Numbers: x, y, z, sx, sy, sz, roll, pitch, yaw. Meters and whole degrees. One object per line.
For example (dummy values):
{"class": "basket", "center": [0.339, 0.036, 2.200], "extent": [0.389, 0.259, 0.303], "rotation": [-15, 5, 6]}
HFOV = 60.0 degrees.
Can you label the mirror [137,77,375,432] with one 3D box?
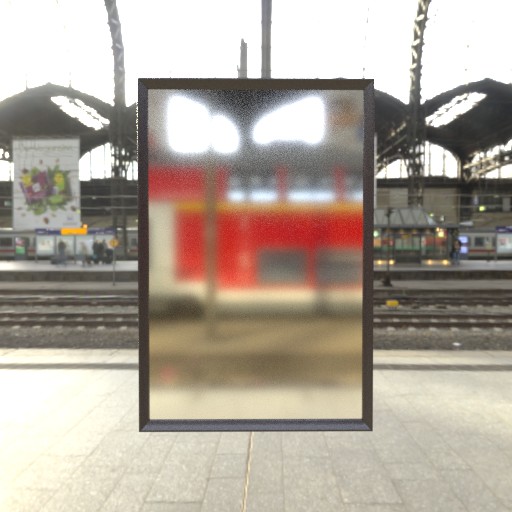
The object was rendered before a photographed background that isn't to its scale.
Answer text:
{"class": "mirror", "center": [0.000, 0.000, 1.165], "extent": [0.609, 0.915, 0.041], "rotation": [0, 1, 0]}
